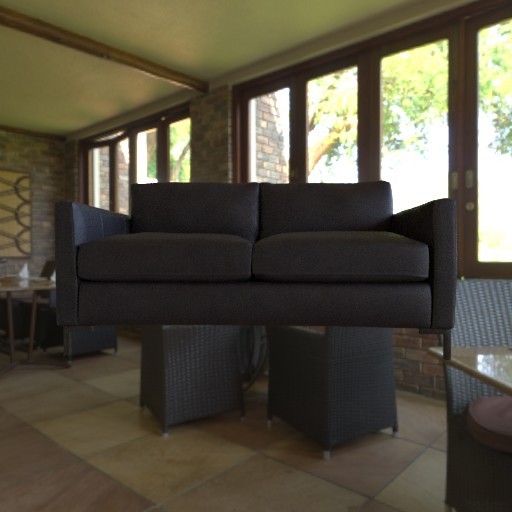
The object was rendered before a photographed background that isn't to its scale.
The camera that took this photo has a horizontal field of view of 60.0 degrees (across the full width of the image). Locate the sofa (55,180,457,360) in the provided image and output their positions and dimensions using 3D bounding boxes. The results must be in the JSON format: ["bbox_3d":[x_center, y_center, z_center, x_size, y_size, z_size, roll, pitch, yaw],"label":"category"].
[{"bbox_3d":[0.000,0.000,2.334,1.805,0.883,0.947,0,1,0],"label":"sofa"}]
